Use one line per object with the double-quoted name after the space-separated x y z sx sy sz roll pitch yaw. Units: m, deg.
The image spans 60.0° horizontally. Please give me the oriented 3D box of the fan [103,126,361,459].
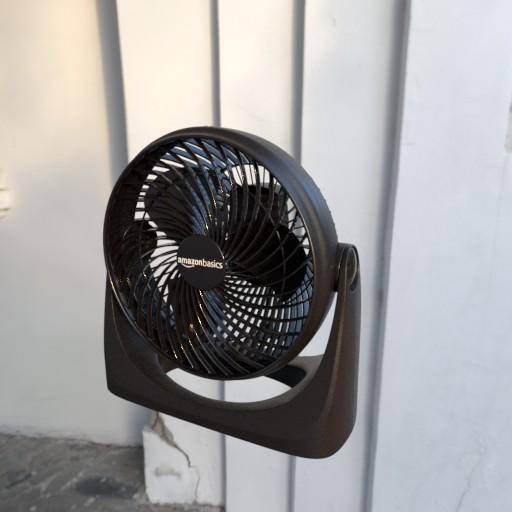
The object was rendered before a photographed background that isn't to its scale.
0.000 0.000 0.500 0.273 0.277 0.256 7 17 26 "fan"
